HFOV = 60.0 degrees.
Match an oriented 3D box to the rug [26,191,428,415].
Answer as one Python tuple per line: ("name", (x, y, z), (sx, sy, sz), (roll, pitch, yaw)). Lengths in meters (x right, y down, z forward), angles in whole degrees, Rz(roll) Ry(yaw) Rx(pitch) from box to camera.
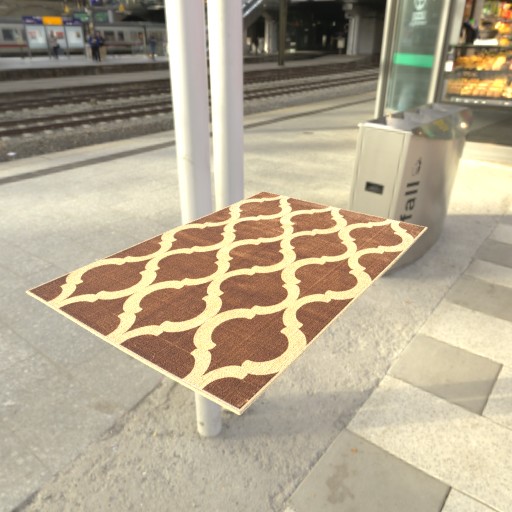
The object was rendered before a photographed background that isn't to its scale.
("rug", (0.000, 0.000, 2.880), (1.526, 0.014, 2.290), (18, 31, 32))
